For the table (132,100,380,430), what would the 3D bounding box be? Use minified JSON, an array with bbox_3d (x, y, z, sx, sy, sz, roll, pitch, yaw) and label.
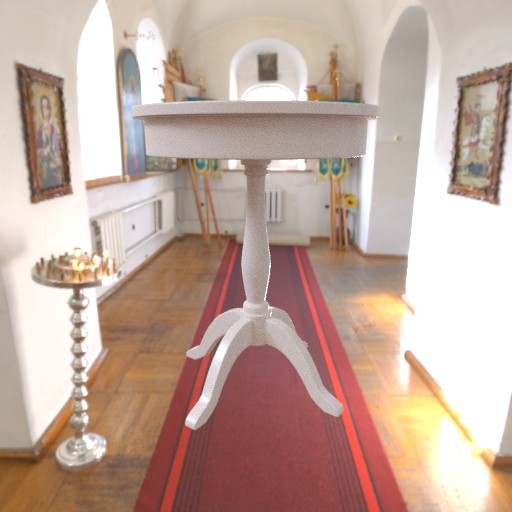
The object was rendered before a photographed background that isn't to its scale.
[{"bbox_3d":[0.000,0.000,1.032,0.513,0.653,0.513,0,15,0],"label":"table"}]
